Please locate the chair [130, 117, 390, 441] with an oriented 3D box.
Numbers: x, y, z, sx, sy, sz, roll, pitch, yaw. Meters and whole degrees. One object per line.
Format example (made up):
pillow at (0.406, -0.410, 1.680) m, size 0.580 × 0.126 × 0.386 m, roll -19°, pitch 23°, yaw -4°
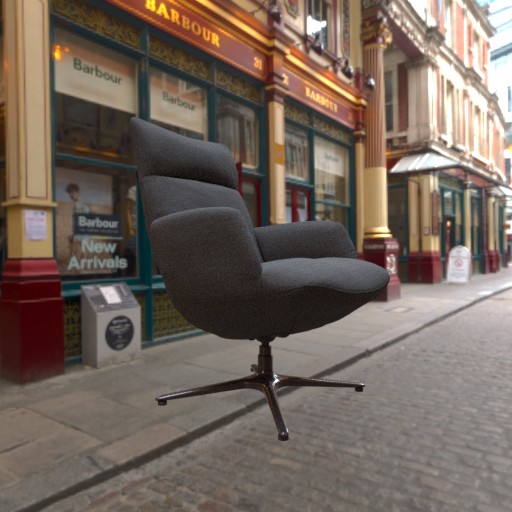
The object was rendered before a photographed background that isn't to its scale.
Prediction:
chair at (0.000, 0.000, 1.567) m, size 0.831 × 0.984 × 0.702 m, roll 0°, pitch 0°, yaw 36°
